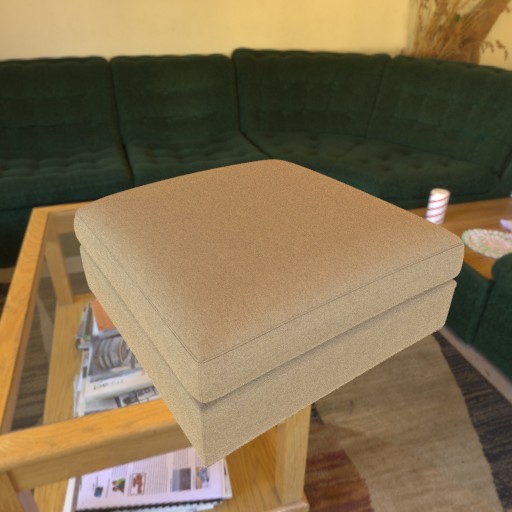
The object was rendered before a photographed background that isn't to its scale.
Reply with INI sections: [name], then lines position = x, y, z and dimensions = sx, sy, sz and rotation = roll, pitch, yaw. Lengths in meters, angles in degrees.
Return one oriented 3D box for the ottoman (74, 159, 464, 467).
[ottoman]
position = 0.000, 0.000, 1.648
dimensions = 1.041, 0.470, 1.041
rotation = -19, 36, -29
